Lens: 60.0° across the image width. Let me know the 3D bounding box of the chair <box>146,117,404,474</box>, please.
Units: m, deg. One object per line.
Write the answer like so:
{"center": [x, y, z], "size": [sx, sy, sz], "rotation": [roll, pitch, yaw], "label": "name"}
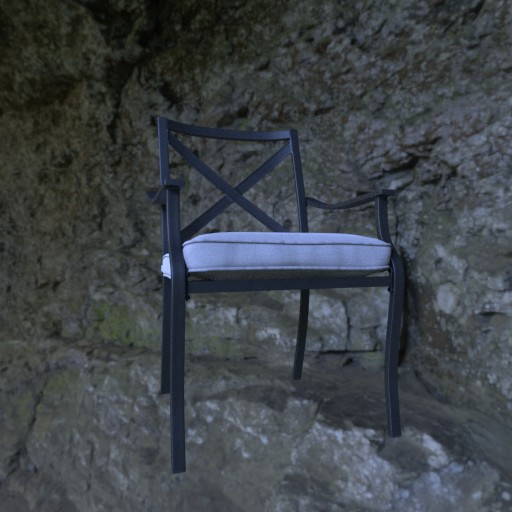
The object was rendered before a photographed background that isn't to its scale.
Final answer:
{"center": [0.000, 0.000, 1.267], "size": [0.575, 0.889, 0.620], "rotation": [0, 1, -19], "label": "chair"}
